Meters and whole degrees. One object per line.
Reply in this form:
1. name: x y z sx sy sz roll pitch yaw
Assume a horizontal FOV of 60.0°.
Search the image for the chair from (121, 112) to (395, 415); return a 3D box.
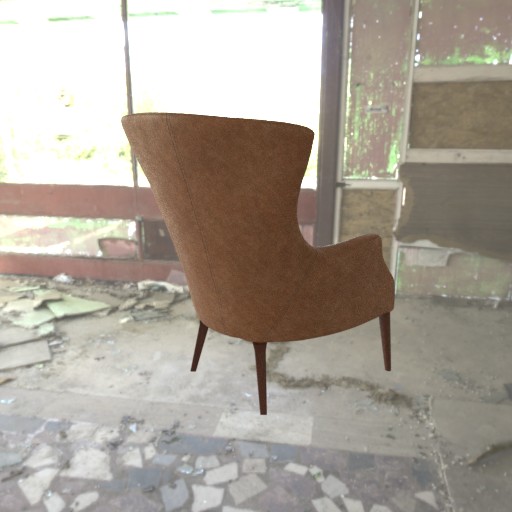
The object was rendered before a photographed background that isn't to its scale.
1. chair: 0.000 0.000 1.773 0.955 1.067 0.846 -15 21 -42
